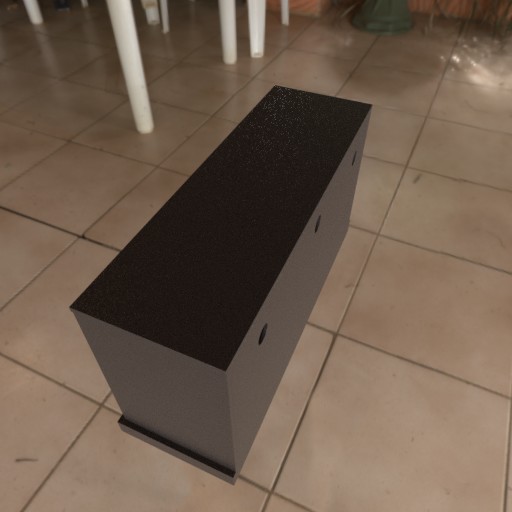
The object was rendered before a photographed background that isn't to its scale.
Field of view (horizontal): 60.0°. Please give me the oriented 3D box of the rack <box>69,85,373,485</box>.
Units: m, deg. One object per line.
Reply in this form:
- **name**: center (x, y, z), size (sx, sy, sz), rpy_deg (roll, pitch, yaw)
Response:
- **rack**: center (0.000, 0.000, 1.513), size (0.399, 0.635, 1.206), rpy_deg (18, 49, 16)
